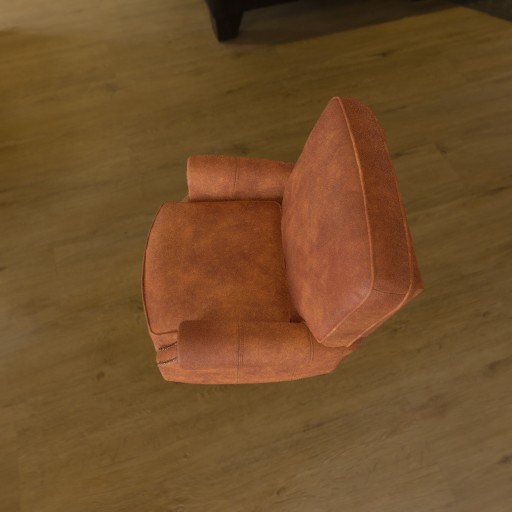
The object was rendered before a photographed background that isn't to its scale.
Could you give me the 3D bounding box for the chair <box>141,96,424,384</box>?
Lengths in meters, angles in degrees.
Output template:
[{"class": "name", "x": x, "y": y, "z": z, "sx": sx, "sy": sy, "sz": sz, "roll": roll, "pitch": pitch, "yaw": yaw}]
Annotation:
[{"class": "chair", "x": 0.000, "y": 0.000, "z": 1.777, "sx": 0.986, "sy": 1.018, "sz": 0.936, "roll": -2, "pitch": 59, "yaw": -1}]
